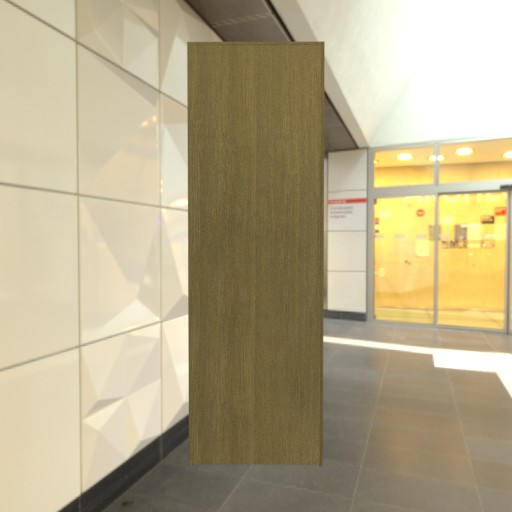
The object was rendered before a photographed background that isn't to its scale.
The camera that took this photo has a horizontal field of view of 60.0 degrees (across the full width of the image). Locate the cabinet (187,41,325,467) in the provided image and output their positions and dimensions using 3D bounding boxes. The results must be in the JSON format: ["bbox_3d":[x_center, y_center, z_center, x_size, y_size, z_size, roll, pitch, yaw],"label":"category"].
[{"bbox_3d":[0.000,0.000,1.826,0.520,1.630,0.255,0,2,0],"label":"cabinet"}]
